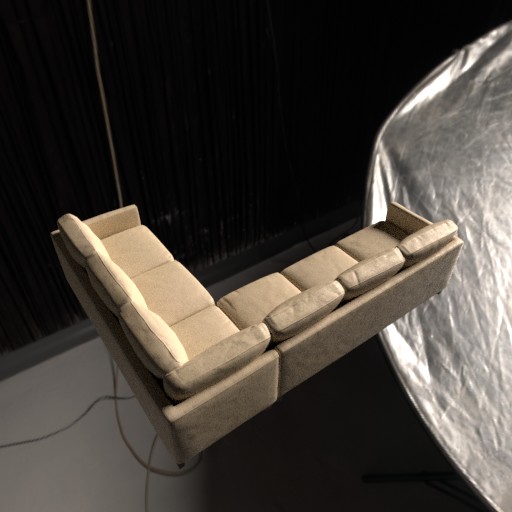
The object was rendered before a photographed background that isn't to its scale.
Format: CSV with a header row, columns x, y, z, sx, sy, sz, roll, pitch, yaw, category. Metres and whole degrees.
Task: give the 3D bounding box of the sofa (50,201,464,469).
x,y,z,sx,sy,sz,roll,pitch,yaw,category
0.000,0.000,4.547,3.302,0.947,2.593,-25,46,-27,sofa
